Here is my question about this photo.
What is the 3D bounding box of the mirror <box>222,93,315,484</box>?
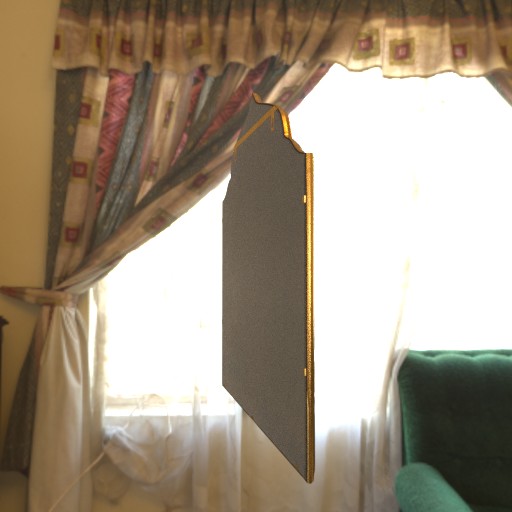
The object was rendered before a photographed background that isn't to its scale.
[{"bbox_3d":[0.000,0.000,0.860,0.018,0.635,0.513,0,-1,-18],"label":"mirror"}]
